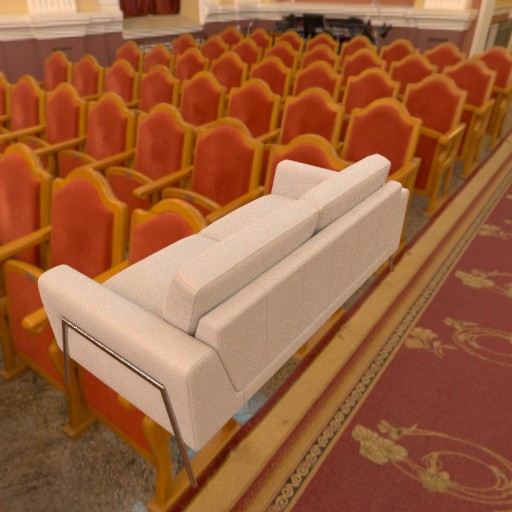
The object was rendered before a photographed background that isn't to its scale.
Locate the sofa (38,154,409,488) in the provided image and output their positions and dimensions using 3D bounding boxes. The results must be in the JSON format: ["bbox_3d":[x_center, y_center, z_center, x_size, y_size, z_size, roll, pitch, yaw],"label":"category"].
[{"bbox_3d":[0.000,0.000,2.484,0.953,0.875,2.017,22,37,31],"label":"sofa"}]
